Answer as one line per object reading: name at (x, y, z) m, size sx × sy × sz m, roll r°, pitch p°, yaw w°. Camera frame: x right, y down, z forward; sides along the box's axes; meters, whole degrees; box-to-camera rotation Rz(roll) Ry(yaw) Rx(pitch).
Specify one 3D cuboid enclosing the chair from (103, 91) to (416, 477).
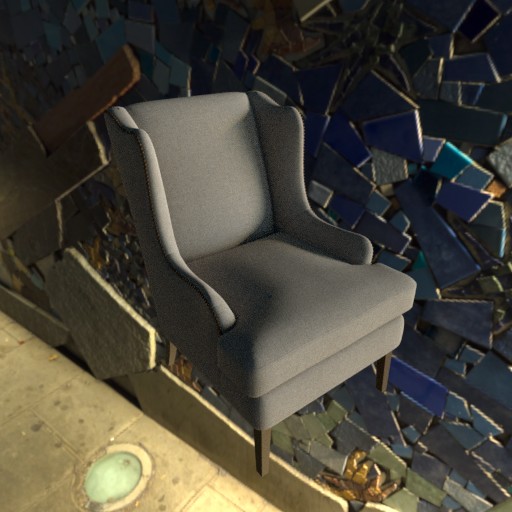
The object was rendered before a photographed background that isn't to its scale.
chair at (0.000, 0.000, 1.647) m, size 0.737 × 1.029 × 0.940 m, roll -20°, pitch 35°, yaw -32°
